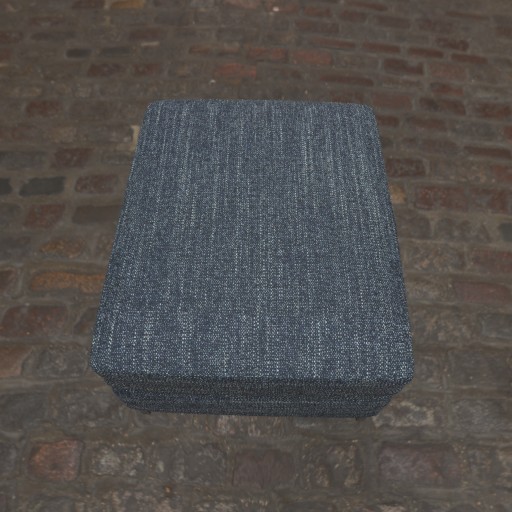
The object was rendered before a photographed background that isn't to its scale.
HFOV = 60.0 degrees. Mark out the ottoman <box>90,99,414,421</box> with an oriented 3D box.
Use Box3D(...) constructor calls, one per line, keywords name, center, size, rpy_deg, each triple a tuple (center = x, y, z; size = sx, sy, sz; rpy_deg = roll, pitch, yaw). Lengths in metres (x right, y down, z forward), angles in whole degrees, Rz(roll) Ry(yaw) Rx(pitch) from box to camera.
Box3D(name="ottoman", center=(0.000, 0.000, 1.230), size=(0.667, 0.491, 0.814), rpy_deg=(1, 59, 1))
